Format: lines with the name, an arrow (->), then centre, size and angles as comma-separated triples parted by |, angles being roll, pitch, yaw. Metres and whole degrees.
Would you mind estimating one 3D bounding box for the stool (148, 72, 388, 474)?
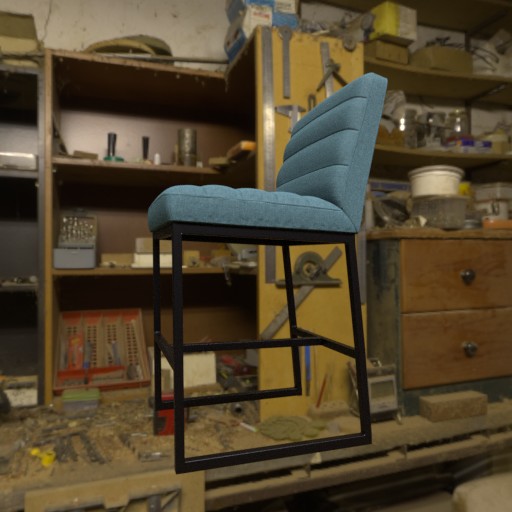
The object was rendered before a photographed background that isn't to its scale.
stool -> 0.000, 0.000, 1.240 | 0.560, 0.940, 0.460 | 0, 0, -19
